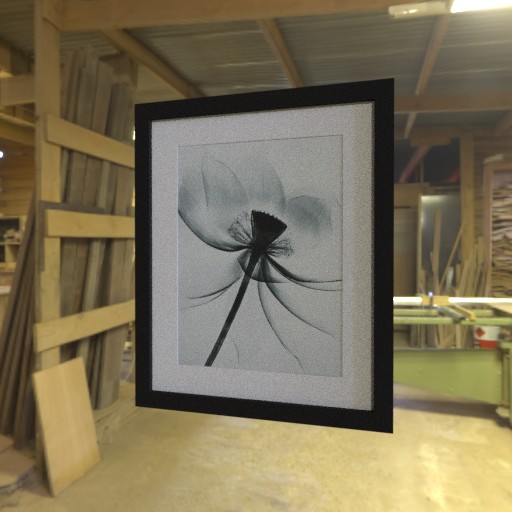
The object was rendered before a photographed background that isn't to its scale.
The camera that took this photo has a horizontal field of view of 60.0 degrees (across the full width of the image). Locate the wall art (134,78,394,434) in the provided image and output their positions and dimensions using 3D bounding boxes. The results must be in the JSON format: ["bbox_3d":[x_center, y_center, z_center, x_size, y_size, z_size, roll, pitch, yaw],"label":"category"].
[{"bbox_3d":[0.000,0.000,0.771,0.457,0.559,0.029,0,1,16],"label":"wall art"}]
